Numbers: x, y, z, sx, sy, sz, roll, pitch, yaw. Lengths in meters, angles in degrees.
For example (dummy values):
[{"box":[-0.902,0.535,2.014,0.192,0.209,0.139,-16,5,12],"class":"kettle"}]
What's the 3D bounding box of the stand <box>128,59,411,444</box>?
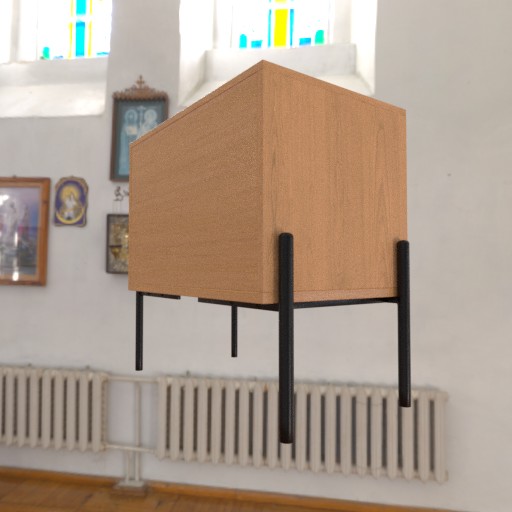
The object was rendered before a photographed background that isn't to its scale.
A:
[{"box":[0.000,0.000,1.043,0.400,0.600,0.630,1,-2,-36],"class":"stand"}]
